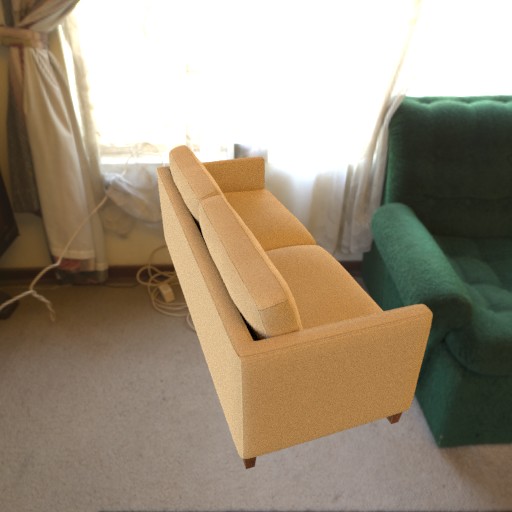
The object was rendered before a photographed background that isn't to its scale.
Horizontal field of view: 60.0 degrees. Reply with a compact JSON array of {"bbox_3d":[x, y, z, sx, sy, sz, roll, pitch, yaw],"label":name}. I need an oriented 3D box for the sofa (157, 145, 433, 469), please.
[{"bbox_3d":[0.000,0.000,2.936,0.951,0.968,2.361,-10,32,-16],"label":"sofa"}]
